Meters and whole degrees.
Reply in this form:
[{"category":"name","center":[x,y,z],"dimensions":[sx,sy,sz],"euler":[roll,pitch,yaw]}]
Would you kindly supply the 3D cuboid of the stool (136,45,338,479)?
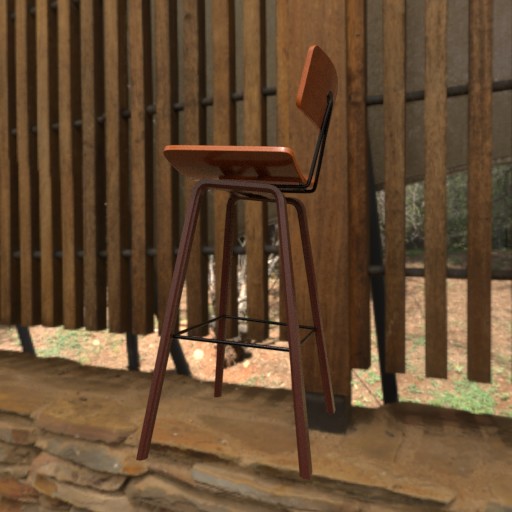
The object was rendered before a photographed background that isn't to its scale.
[{"category":"stool","center":[0.000,0.000,1.228],"dimensions":[0.440,0.969,0.509],"euler":[0,1,17]}]
